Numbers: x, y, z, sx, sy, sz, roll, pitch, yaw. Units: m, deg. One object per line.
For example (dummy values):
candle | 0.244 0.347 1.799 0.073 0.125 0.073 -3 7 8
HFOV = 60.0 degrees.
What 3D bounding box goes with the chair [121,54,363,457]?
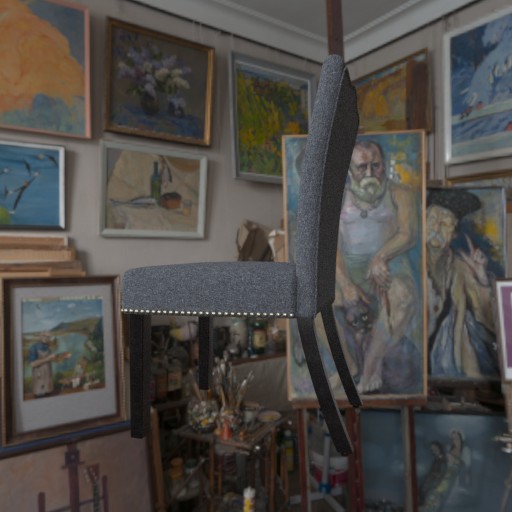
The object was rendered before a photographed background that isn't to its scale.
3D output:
chair | 0.000 0.000 1.299 0.589 0.946 0.518 0 0 17
